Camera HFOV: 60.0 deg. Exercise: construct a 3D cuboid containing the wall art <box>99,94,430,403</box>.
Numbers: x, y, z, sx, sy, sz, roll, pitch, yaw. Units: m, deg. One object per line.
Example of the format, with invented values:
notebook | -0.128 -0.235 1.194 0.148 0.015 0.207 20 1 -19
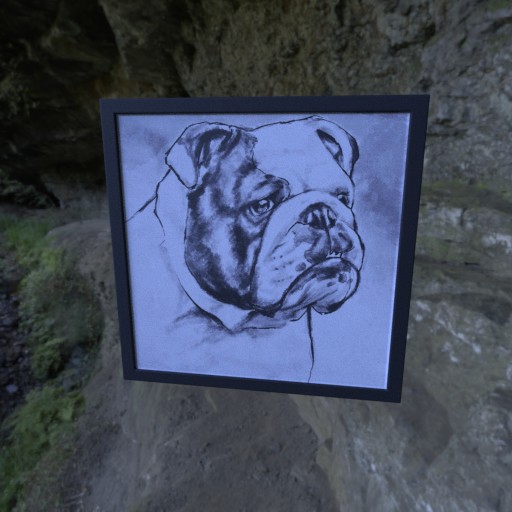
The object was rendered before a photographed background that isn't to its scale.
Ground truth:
wall art | 0.000 0.000 0.823 0.562 0.558 0.012 2 15 9
